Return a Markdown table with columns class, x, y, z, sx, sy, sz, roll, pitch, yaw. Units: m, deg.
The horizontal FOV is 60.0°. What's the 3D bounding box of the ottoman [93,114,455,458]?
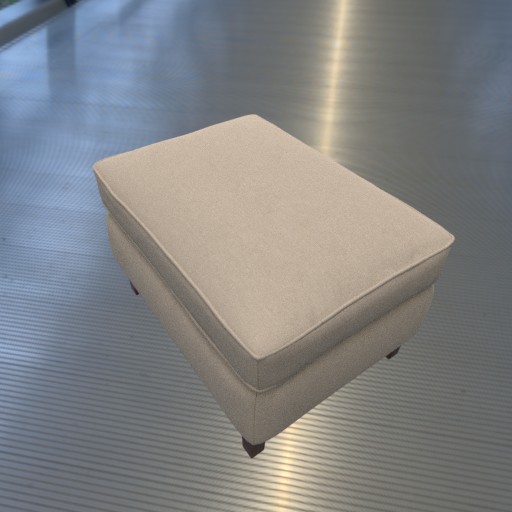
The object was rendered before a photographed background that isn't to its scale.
| class | x | y | z | sx | sy | sz | roll | pitch | yaw |
| --- | --- | --- | --- | --- | --- | --- | --- | --- | --- |
| ottoman | 0.000 | 0.000 | 1.013 | 0.501 | 0.456 | 0.665 | -26 | 48 | -26 |
